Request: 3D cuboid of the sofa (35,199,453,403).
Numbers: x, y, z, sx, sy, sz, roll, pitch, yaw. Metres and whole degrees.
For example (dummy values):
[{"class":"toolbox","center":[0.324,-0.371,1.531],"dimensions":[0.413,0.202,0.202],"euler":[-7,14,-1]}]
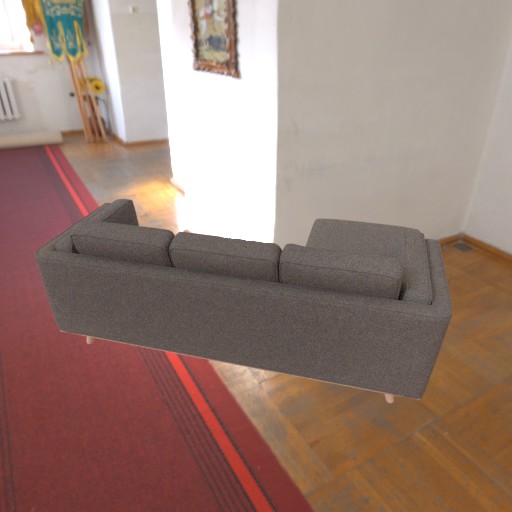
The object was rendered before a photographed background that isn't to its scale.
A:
[{"class":"sofa","center":[0.000,0.000,3.194],"dimensions":[2.411,0.929,1.604],"euler":[8,30,13]}]
